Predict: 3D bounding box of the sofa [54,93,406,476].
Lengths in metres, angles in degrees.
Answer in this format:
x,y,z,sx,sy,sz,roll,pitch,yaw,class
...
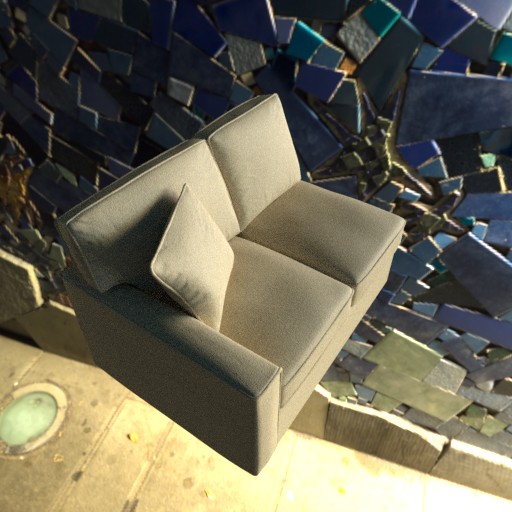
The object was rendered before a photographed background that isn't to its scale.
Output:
x,y,z,sx,sy,sz,roll,pitch,yaw,class
0.000,0.000,2.074,0.991,0.989,1.388,24,47,25,sofa
